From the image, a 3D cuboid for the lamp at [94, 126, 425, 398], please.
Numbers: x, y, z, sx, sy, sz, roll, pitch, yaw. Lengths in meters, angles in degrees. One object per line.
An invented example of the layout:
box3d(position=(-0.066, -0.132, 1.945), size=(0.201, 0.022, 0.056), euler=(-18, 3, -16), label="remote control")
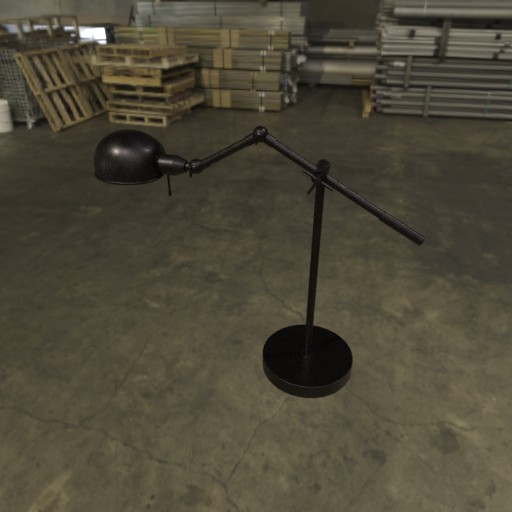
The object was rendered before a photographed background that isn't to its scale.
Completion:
box3d(position=(0.000, 0.000, 0.829), size=(0.567, 0.495, 0.185), euler=(8, 32, 12), label="lamp")
